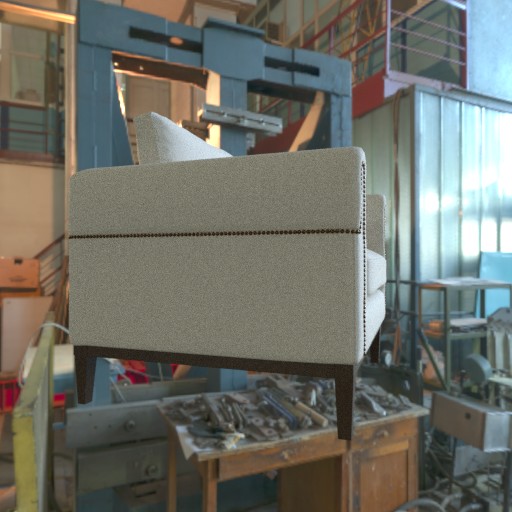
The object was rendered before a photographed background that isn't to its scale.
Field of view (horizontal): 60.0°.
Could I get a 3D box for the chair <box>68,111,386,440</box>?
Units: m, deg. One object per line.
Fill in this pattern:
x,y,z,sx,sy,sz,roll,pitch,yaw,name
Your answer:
0.000,0.000,1.646,0.896,0.915,0.982,0,-1,20,chair
